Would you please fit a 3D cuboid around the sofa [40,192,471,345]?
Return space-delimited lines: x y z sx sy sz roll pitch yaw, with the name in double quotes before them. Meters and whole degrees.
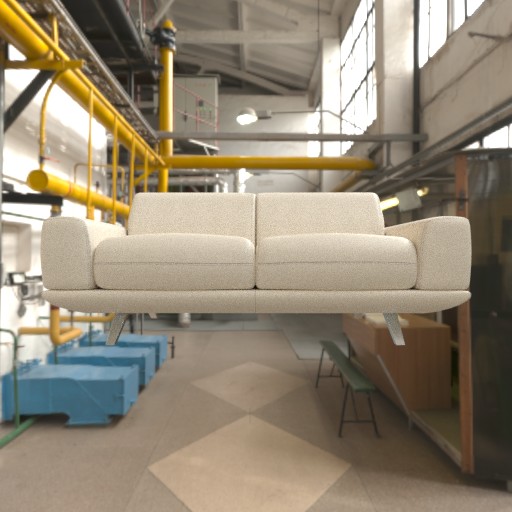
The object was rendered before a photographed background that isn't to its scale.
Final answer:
"sofa" 0.000 0.000 2.354 1.901 0.772 0.900 0 0 0
